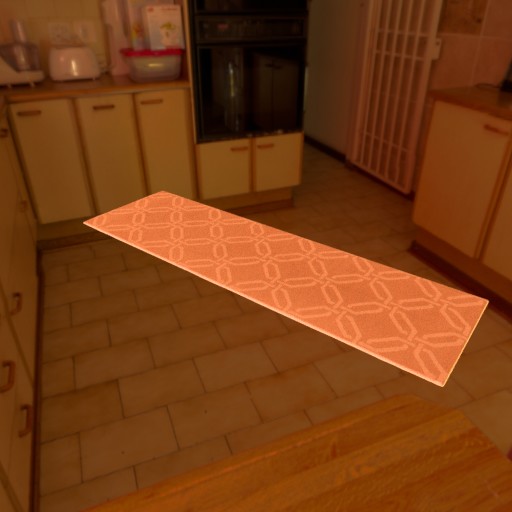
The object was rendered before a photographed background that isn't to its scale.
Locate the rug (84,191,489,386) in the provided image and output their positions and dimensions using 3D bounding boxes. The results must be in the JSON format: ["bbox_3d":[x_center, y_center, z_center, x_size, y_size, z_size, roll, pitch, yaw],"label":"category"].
[{"bbox_3d":[0.000,0.000,2.475,2.276,0.014,0.678,21,36,32],"label":"rug"}]
